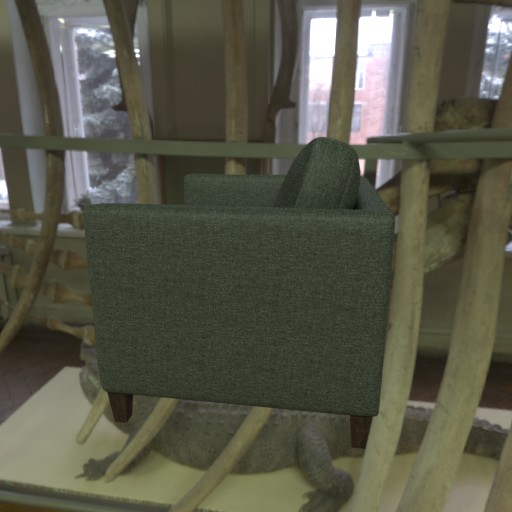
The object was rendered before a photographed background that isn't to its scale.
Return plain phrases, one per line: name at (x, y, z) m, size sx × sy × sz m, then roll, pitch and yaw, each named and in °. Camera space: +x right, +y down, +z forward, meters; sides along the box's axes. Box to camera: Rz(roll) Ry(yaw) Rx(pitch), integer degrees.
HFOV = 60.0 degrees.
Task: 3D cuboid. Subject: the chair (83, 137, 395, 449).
chair at (0.000, 0.000, 1.837) m, size 0.959 × 0.963 × 1.107 m, roll 2°, pitch 16°, yaw 9°
